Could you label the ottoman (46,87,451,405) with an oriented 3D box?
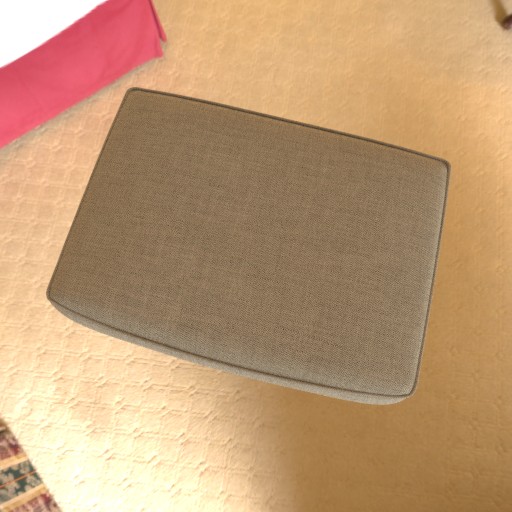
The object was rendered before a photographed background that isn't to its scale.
[{"bbox_3d":[0.000,0.000,1.072,0.750,0.458,0.555,14,76,4],"label":"ottoman"}]
